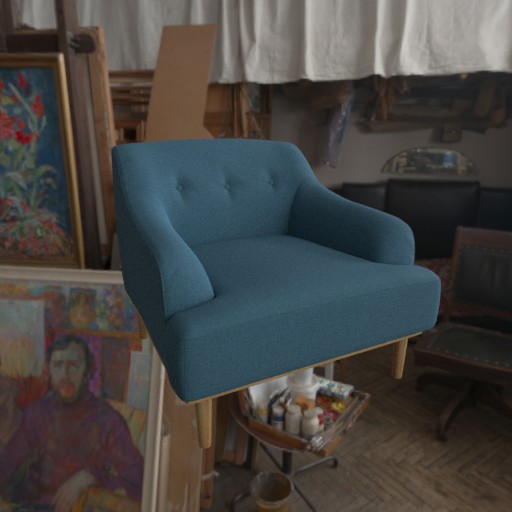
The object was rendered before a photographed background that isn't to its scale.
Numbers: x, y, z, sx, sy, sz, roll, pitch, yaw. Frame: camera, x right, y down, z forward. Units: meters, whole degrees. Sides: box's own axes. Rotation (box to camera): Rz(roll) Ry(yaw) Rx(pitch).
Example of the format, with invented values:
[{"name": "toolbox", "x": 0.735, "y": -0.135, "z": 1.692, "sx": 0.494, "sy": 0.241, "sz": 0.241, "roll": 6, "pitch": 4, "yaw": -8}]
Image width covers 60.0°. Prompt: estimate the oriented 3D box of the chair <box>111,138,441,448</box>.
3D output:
[{"name": "chair", "x": 0.000, "y": 0.000, "z": 1.649, "sx": 0.946, "sy": 0.818, "sz": 0.951, "roll": -9, "pitch": 19, "yaw": -27}]
